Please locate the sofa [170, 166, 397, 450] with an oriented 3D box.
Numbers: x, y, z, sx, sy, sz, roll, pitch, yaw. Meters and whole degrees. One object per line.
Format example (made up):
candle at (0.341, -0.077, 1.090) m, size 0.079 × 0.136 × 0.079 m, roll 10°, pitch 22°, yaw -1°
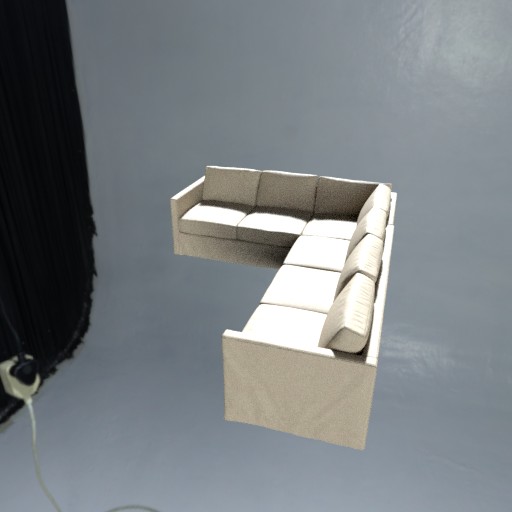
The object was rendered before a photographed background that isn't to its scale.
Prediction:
sofa at (0.000, 0.000, 4.218) m, size 2.432 × 0.871 × 3.182 m, roll 8°, pitch 28°, yaw 16°
